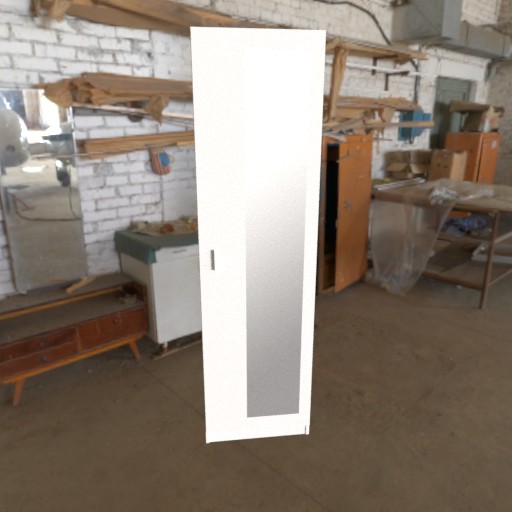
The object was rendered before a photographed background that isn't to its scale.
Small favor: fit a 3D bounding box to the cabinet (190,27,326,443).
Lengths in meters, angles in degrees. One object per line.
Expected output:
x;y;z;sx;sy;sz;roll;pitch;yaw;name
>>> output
0.000;0.000;1.964;0.500;1.790;0.230;-2;17;-7;cabinet
